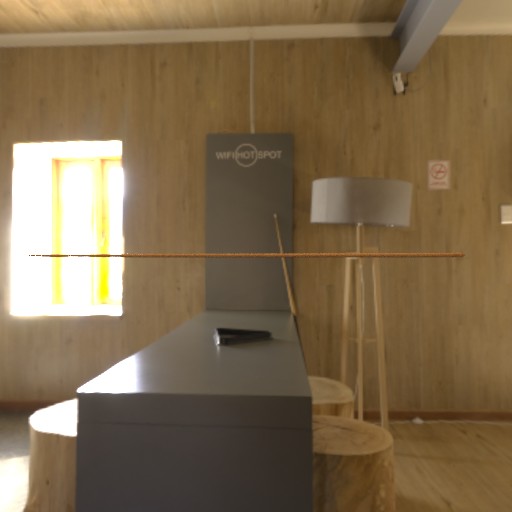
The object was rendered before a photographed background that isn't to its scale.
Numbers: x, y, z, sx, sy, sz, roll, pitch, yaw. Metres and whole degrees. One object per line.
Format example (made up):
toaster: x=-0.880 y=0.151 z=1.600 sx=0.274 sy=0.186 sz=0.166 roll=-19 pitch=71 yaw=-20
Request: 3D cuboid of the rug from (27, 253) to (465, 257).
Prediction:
rug: x=0.000 y=0.000 z=2.101 sx=1.678 sy=0.013 sz=1.078 roll=0 pitch=0 yaw=18
